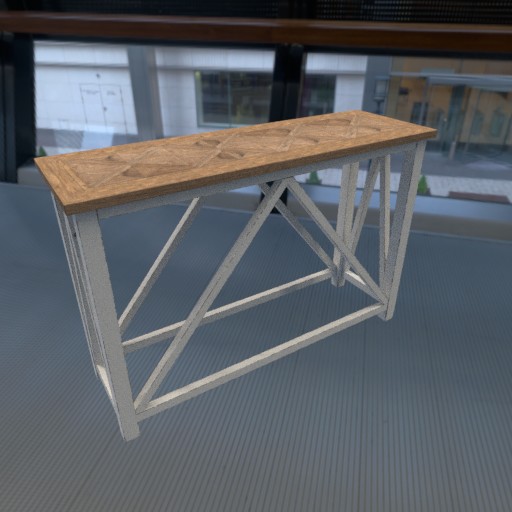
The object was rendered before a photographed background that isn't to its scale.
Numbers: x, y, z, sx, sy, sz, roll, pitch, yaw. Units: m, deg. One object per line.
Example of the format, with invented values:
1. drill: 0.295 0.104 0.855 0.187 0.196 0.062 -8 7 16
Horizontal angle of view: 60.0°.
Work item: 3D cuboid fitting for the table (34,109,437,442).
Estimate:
1. table: 0.000 0.000 1.809 1.400 0.930 0.450 -17 34 -28
